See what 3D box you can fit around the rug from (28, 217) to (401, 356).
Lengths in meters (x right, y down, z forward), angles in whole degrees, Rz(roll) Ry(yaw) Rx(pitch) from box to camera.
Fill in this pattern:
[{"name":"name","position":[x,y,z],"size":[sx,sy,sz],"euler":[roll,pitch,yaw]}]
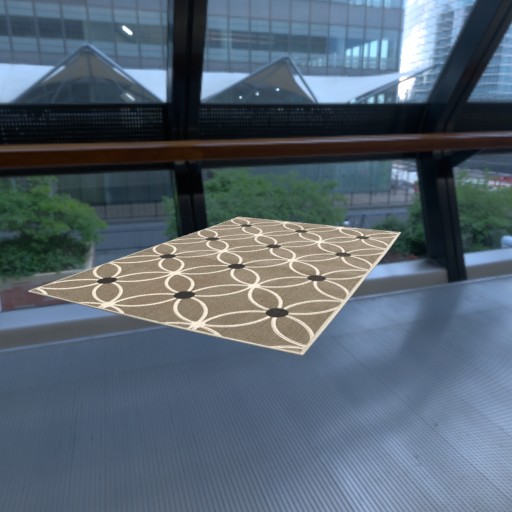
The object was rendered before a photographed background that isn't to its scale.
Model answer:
[{"name":"rug","position":[0.000,0.000,2.942],"size":[1.522,0.008,2.284],"euler":[8,18,25]}]
